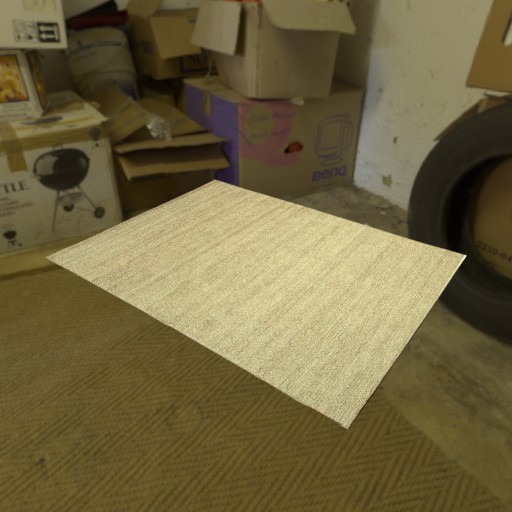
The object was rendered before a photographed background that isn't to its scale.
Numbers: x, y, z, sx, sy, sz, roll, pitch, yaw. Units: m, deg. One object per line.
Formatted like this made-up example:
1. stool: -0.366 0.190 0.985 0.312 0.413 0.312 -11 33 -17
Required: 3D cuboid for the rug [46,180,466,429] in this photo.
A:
1. rug: 0.000 0.000 4.215 3.202 0.045 2.434 22 37 31
